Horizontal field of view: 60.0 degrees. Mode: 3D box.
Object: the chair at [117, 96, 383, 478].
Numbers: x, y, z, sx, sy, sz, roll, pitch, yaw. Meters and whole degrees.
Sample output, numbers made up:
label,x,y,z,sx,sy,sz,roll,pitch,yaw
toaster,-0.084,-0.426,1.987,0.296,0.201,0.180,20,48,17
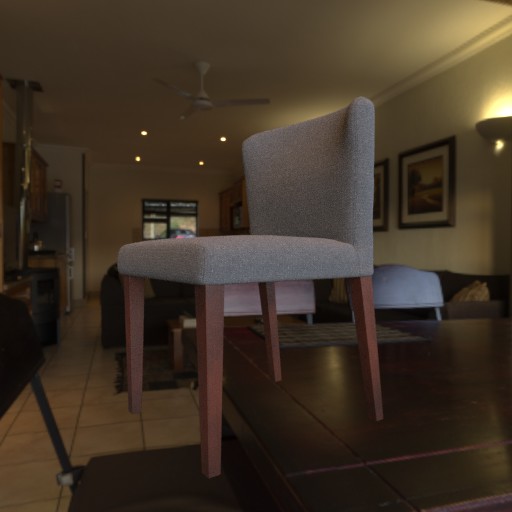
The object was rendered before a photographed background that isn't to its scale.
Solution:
label,x,y,z,sx,sy,sz,roll,pitch,yaw
chair,0.000,0.000,1.169,0.589,0.839,0.491,-1,1,-36
